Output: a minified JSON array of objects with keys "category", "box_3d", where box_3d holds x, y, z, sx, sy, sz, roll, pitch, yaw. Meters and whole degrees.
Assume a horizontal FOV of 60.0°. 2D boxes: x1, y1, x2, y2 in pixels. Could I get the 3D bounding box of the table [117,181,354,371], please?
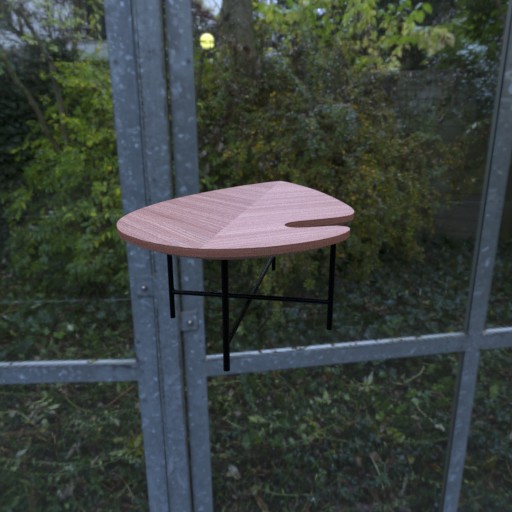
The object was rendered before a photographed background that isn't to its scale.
[{"category":"table","box_3d":[0.000,0.000,1.450,0.598,0.360,1.199,3,16,10]}]
